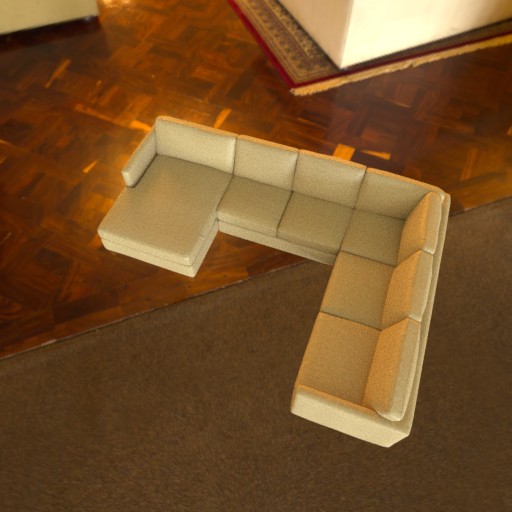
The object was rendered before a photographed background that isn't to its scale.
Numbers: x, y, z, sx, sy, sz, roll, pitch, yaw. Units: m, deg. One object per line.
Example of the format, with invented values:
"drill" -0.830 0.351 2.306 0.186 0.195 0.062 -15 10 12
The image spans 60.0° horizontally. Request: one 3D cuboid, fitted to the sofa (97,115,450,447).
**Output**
"sofa" 0.000 0.000 4.543 3.460 0.961 2.594 17 60 11
